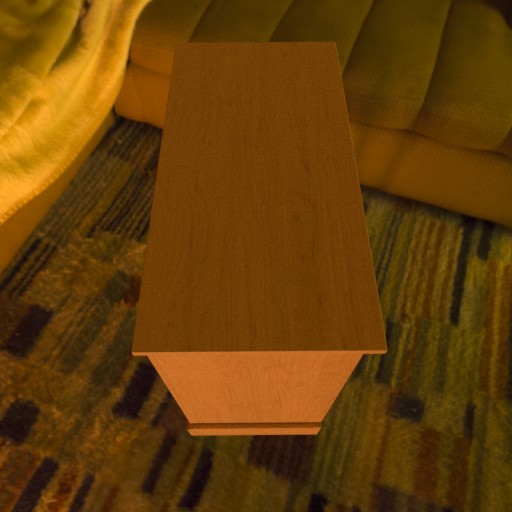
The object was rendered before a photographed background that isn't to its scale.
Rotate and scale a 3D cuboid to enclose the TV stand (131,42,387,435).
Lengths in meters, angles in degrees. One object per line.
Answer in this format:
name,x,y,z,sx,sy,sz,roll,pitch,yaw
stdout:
TV stand,0.000,0.000,1.292,0.430,0.787,0.851,0,59,0
